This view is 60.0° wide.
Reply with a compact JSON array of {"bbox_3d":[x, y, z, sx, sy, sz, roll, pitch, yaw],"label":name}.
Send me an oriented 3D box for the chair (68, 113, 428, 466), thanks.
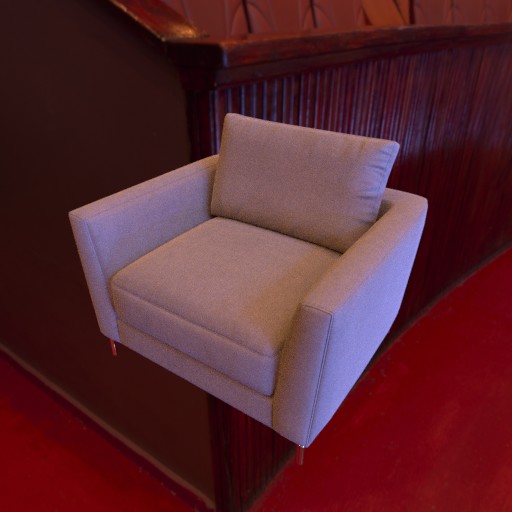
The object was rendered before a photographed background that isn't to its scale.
[{"bbox_3d":[0.000,0.000,1.688,1.041,0.864,0.889,19,35,29],"label":"chair"}]
